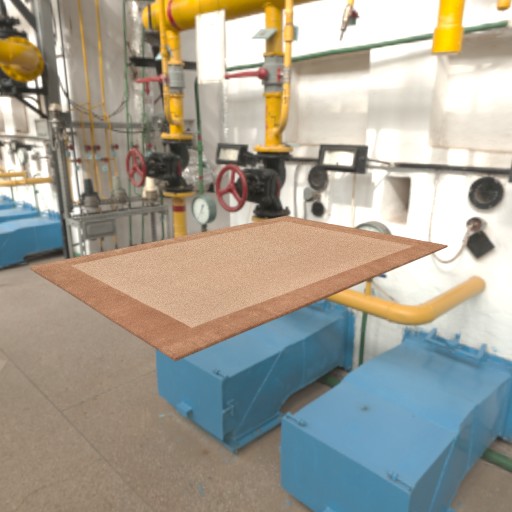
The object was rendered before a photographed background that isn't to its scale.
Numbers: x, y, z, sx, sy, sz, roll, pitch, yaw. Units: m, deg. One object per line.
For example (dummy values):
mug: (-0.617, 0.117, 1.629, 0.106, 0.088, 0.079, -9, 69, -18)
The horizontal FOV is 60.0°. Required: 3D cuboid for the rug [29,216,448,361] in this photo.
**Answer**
rug: (0.000, 0.000, 2.299, 1.829, 0.014, 1.219, -15, 22, -42)
